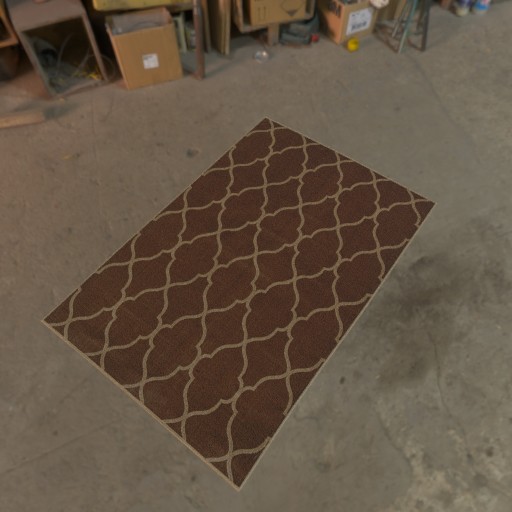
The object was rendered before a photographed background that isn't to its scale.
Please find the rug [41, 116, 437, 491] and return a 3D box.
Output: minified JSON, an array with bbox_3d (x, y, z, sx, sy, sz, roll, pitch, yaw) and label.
[{"bbox_3d":[0.000,0.000,2.912,1.528,0.014,2.294,32,63,19],"label":"rug"}]
